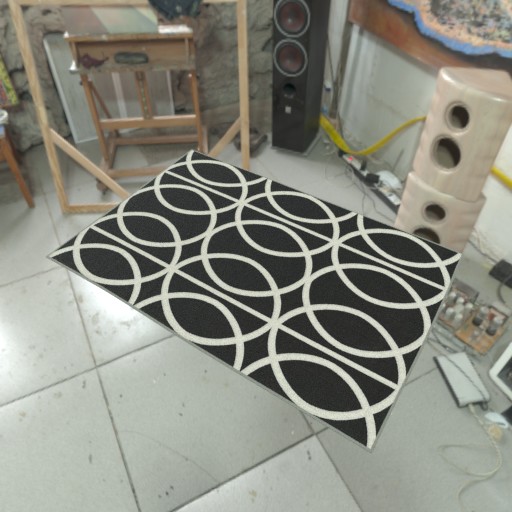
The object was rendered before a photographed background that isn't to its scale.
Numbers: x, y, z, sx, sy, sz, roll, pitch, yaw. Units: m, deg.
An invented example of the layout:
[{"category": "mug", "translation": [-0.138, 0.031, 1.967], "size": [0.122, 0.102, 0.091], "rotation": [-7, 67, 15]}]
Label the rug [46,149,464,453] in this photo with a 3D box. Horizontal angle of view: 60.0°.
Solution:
[{"category": "rug", "translation": [0.000, 0.000, 2.898], "size": [2.290, 0.014, 1.526], "rotation": [25, 51, 22]}]
